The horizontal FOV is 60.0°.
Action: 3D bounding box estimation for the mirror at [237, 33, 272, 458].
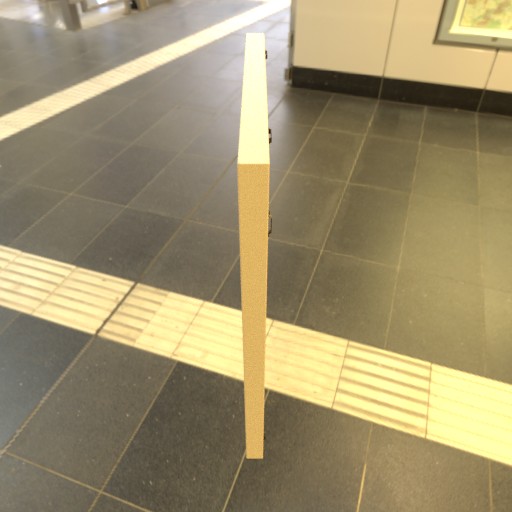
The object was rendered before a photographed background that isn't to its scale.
[{"bbox_3d":[0.000,0.000,0.906,0.040,0.710,0.507,0,41,0],"label":"mirror"}]
